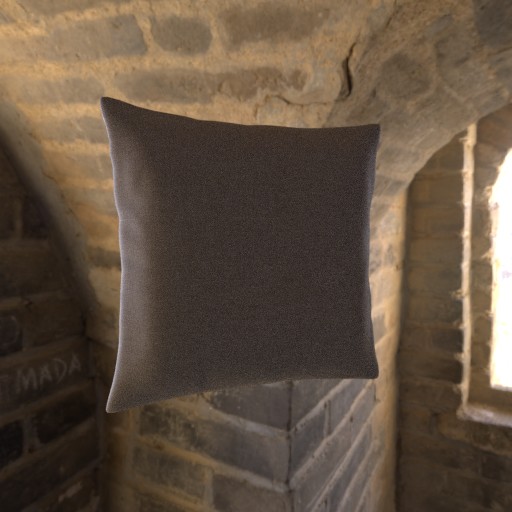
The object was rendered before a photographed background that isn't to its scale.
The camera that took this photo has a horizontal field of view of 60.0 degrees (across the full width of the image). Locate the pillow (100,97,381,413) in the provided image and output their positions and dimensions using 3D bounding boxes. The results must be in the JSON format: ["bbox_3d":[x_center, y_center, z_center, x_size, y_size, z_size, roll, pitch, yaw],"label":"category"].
[{"bbox_3d":[0.000,0.000,0.797,0.523,0.510,0.166,-1,2,-19],"label":"pillow"}]
